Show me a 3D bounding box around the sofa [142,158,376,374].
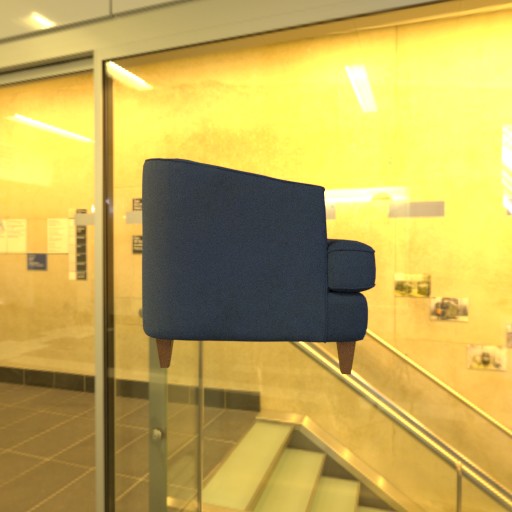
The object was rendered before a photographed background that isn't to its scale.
[{"bbox_3d":[0.000,0.000,2.733,0.941,0.855,2.278,0,1,1],"label":"sofa"}]
